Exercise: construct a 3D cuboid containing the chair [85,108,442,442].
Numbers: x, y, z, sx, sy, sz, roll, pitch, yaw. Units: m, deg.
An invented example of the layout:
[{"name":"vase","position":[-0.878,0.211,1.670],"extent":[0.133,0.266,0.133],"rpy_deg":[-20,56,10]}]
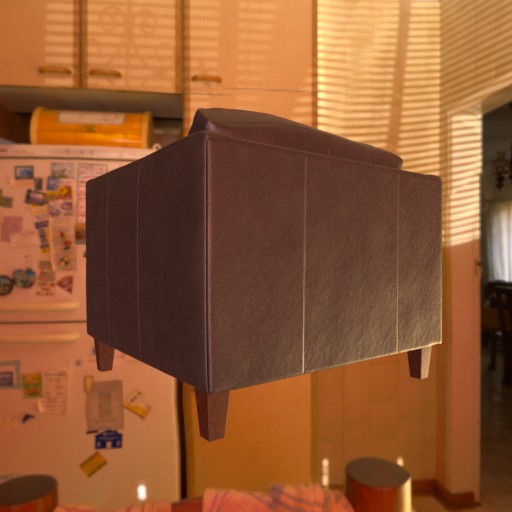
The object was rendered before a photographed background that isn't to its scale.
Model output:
[{"name":"chair","position":[0.000,0.000,1.539],"extent":[0.939,0.811,0.862],"rpy_deg":[0,0,-37]}]
